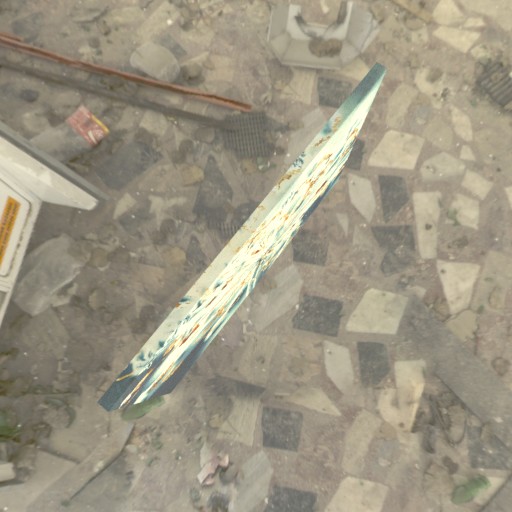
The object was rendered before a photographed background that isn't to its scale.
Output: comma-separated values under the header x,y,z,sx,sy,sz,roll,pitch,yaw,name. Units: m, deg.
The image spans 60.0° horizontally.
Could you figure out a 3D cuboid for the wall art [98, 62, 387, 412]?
x,y,z,sx,sy,sz,roll,pitch,yaw,name
0.000,0.000,1.486,0.035,0.759,1.138,37,79,9,wall art
